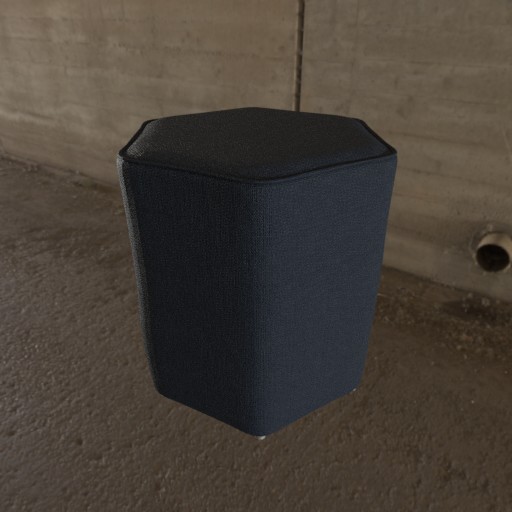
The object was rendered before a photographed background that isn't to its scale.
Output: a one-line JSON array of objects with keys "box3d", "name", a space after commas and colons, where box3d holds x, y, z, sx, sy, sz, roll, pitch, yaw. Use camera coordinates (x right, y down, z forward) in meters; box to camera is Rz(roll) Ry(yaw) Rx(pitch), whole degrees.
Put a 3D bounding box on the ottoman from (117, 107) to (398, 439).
[{"box3d": [0.000, 0.000, 0.890, 0.454, 0.505, 0.492, 1, 29, 2], "name": "ottoman"}]
